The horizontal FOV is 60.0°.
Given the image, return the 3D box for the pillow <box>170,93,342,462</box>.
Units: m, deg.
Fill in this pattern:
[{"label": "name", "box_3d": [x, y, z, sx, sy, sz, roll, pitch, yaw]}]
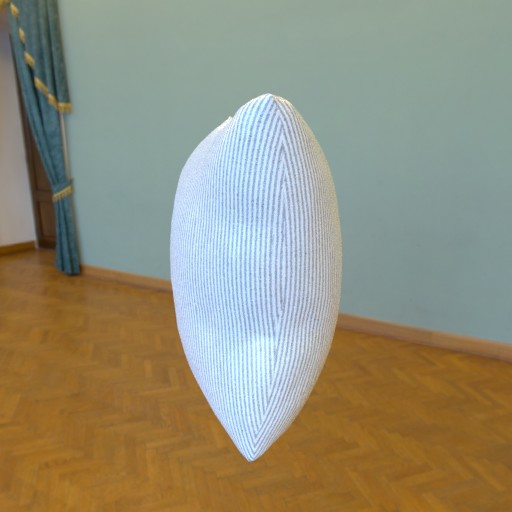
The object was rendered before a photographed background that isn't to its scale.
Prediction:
[{"label": "pillow", "box_3d": [0.000, 0.000, 0.678, 0.310, 0.432, 0.387, 7, 17, 26]}]
